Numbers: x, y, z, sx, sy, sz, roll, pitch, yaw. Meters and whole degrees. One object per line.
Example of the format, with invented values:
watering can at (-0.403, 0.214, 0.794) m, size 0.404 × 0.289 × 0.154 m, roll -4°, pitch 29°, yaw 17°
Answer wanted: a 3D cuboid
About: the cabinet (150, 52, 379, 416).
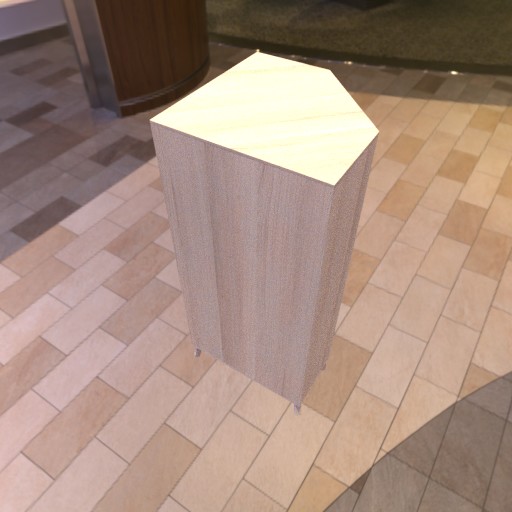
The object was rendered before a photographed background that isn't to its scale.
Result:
cabinet at (0.000, 0.000, 2.746) m, size 0.969 × 1.957 × 1.272 m, roll -9°, pitch 47°, yaw -9°
